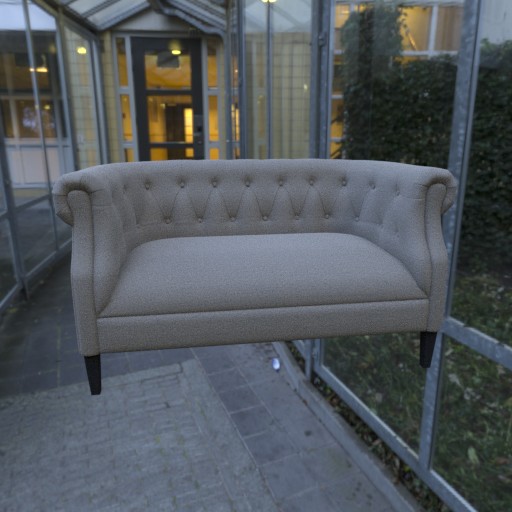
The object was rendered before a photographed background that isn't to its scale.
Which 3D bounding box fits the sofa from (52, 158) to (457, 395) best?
[{"bbox_3d":[0.000,0.000,2.023,1.558,0.827,0.835,-2,16,-8],"label":"sofa"}]
